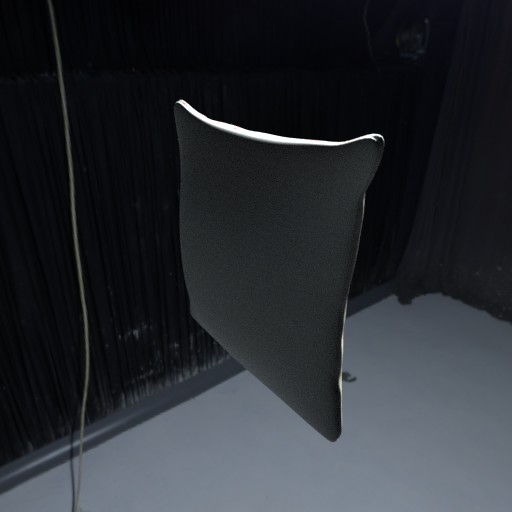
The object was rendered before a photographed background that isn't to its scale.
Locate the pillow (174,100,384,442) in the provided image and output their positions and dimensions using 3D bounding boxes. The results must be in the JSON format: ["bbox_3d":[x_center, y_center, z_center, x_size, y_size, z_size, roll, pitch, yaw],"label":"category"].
[{"bbox_3d":[0.000,0.000,0.717,0.191,0.449,0.451,-18,31,-32],"label":"pillow"}]
